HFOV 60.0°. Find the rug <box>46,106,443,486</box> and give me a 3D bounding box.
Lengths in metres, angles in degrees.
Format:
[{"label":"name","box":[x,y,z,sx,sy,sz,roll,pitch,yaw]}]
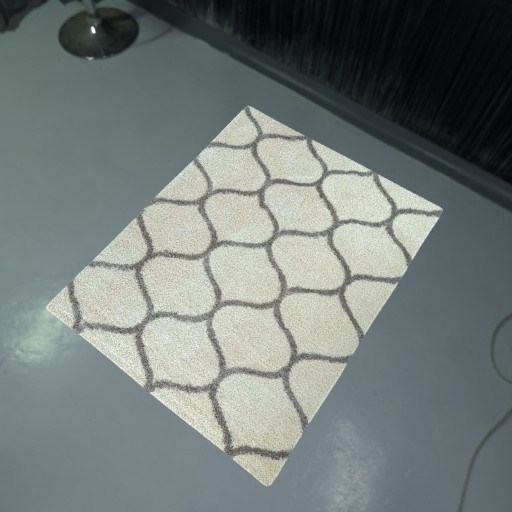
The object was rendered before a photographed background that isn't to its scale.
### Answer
[{"label":"rug","box":[0.000,0.000,4.121,2.399,0.026,3.000,33,67,16]}]
